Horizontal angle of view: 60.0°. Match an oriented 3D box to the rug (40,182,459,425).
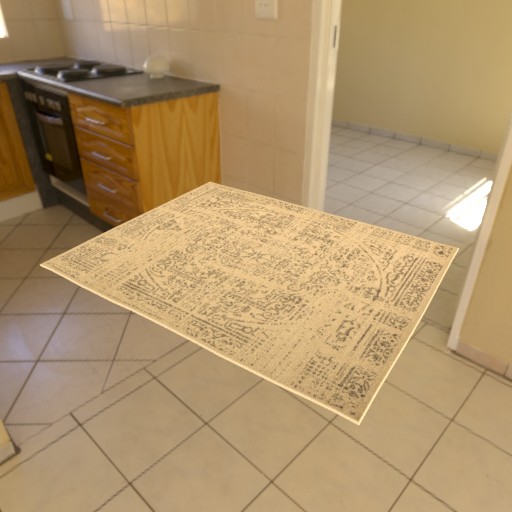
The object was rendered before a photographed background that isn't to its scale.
[{"bbox_3d":[0.000,0.000,3.906,2.921,0.032,2.311,19,36,29],"label":"rug"}]
